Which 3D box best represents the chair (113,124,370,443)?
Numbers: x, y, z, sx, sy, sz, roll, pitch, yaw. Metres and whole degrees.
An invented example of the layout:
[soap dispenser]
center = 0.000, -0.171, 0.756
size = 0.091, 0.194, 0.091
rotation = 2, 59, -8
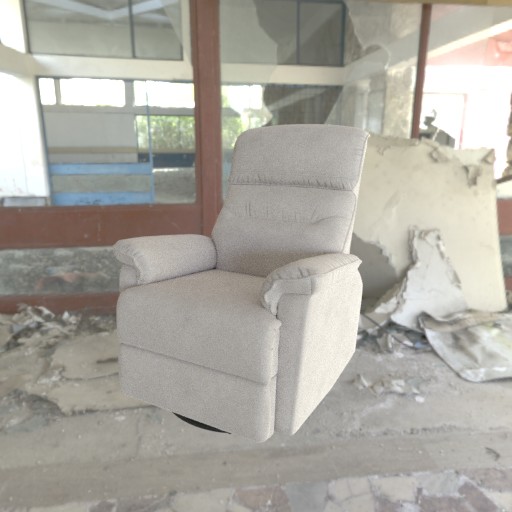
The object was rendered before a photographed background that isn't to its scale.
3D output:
[chair]
center = 0.000, 0.000, 1.779
size = 0.820, 1.039, 1.001
rotation = 8, 17, 28
